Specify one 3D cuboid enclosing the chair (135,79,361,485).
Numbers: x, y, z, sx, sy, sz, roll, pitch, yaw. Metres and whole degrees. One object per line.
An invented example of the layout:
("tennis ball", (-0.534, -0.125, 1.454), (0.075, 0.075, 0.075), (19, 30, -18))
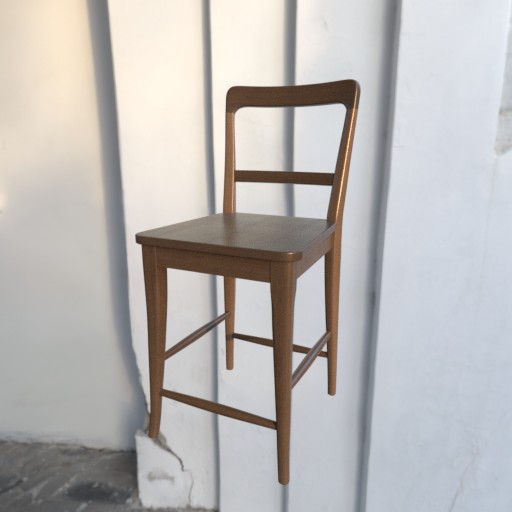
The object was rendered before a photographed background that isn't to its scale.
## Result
("chair", (0.000, 0.000, 1.282), (0.450, 0.991, 0.546), (7, 16, 25))
